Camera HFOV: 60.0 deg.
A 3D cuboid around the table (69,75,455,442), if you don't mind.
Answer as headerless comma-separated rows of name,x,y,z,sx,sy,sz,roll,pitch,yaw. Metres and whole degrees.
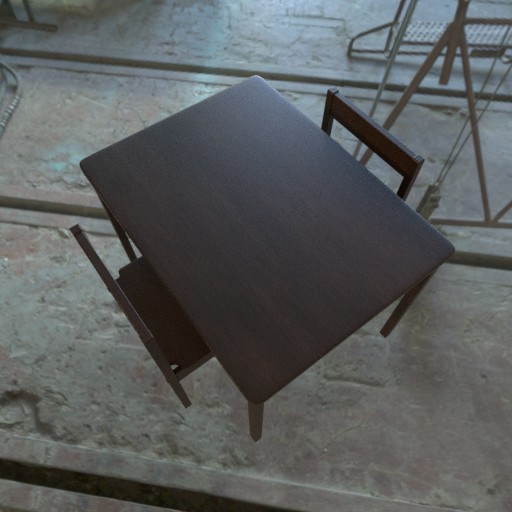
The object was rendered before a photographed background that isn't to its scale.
table,0.000,0.000,1.096,0.672,0.503,0.650,-33,65,-18
